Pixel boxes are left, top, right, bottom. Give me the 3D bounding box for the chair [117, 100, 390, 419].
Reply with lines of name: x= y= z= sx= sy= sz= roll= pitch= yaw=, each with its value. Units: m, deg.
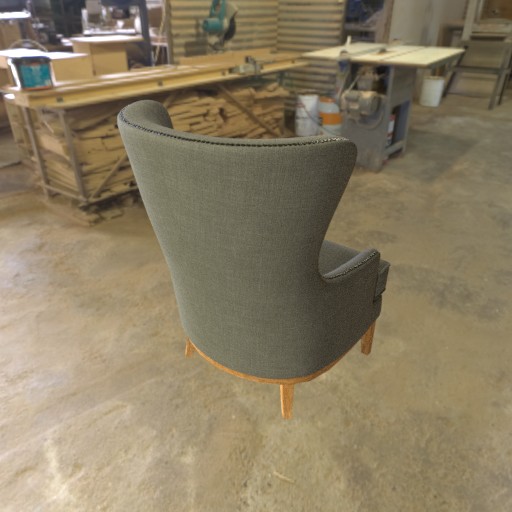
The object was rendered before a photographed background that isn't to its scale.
chair: x=0.000 y=0.000 z=1.800 sx=0.864 sy=1.176 sz=0.883 roll=22 pitch=37 yaw=33
